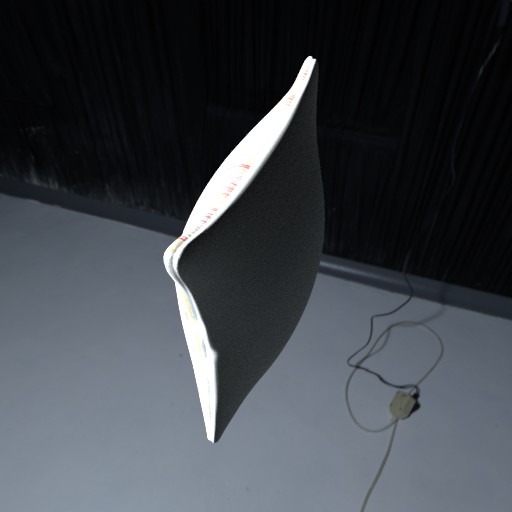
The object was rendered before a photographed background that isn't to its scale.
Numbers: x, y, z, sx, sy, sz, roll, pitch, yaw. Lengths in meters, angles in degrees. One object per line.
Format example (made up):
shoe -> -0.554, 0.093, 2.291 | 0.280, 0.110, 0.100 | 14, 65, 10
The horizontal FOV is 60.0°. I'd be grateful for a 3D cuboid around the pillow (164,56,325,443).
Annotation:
pillow -> 0.000, 0.000, 0.691 | 0.191, 0.449, 0.451 | 16, 48, 15
